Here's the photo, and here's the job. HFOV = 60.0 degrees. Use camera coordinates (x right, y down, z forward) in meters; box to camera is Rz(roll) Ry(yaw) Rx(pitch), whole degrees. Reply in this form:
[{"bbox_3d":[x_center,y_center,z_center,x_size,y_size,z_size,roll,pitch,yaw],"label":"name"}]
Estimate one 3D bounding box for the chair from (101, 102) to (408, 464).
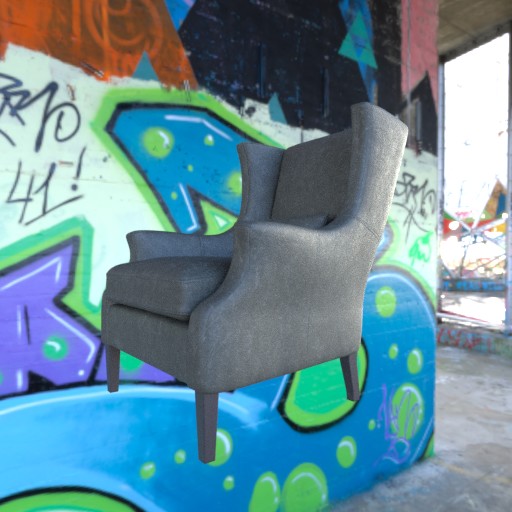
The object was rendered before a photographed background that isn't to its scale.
[{"bbox_3d":[0.000,0.000,1.635,0.926,1.016,0.853,0,1,-37],"label":"chair"}]
